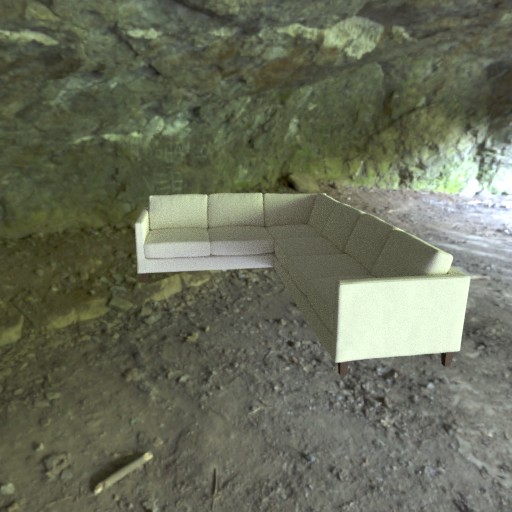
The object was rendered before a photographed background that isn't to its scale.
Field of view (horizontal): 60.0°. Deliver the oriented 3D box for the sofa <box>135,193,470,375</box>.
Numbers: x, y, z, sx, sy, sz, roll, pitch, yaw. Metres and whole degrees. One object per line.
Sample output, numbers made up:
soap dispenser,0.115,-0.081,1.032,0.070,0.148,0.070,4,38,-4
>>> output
sofa,0.000,0.000,4.351,2.432,0.863,3.182,-2,16,-8
